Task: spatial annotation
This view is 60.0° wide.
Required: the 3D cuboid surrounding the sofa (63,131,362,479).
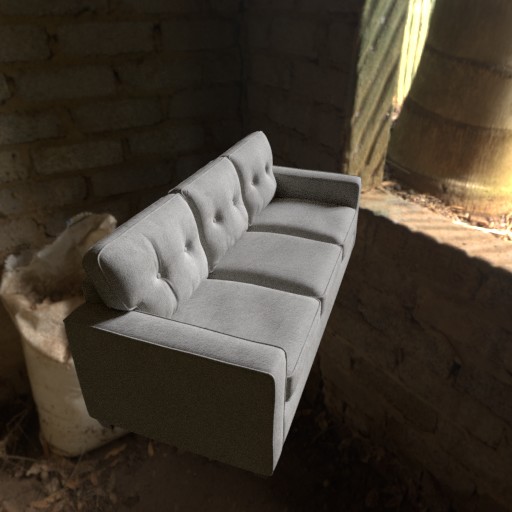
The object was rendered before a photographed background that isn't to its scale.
[{"bbox_3d":[0.000,0.000,2.599,0.939,0.965,2.133,10,32,17],"label":"sofa"}]
